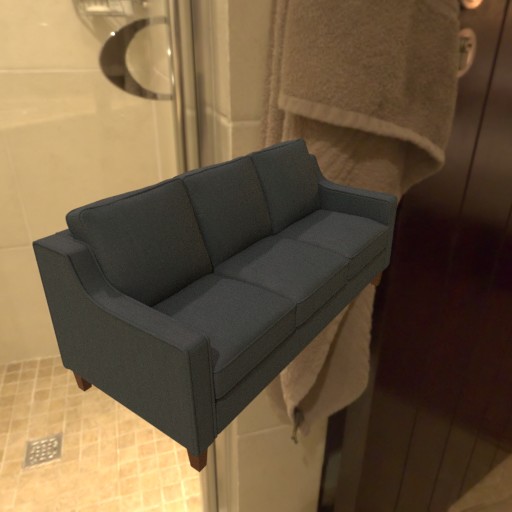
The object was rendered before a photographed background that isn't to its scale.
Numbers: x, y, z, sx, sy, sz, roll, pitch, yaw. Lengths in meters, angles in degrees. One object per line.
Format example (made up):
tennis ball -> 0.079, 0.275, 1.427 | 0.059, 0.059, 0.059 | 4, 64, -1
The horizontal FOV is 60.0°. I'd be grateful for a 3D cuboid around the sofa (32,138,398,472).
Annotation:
sofa -> 0.000, 0.000, 2.497 | 0.911, 0.974, 1.986 | 18, 32, 32
